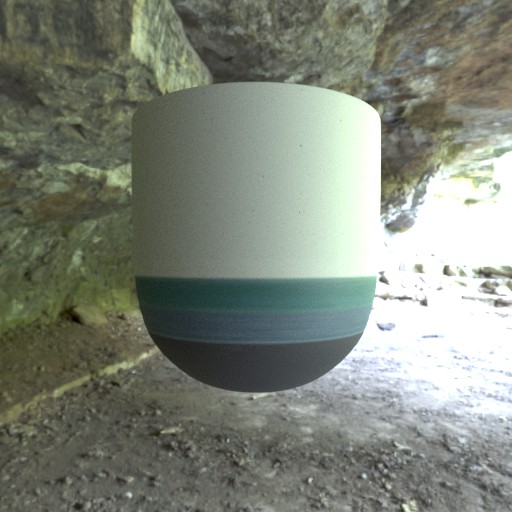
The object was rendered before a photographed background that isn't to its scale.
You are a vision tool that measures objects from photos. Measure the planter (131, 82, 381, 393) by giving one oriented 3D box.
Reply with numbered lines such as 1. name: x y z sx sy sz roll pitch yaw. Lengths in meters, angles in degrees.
1. planter: 0.000 0.000 0.375 0.204 0.214 0.204 0 -1 0
